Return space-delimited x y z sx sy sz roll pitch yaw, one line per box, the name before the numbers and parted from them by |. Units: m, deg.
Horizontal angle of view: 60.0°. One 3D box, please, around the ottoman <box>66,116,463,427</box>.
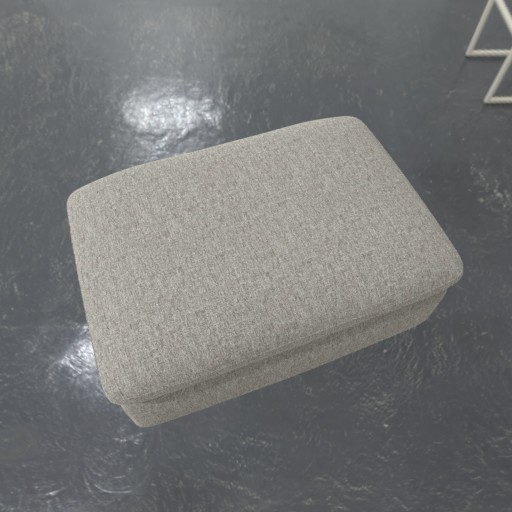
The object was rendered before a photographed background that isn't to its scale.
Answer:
ottoman | 0.000 0.000 1.352 0.977 0.451 0.694 -18 60 -11
